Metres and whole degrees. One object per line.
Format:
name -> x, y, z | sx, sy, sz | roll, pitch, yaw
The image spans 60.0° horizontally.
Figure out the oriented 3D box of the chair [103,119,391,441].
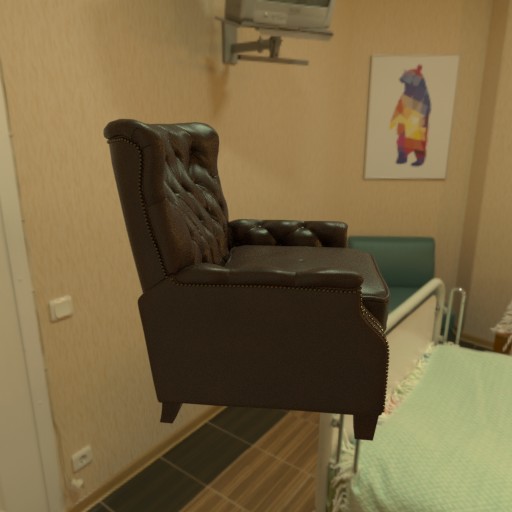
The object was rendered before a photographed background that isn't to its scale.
chair -> 0.000, 0.000, 1.476 | 0.823, 0.864, 0.709 | 2, 16, 7
